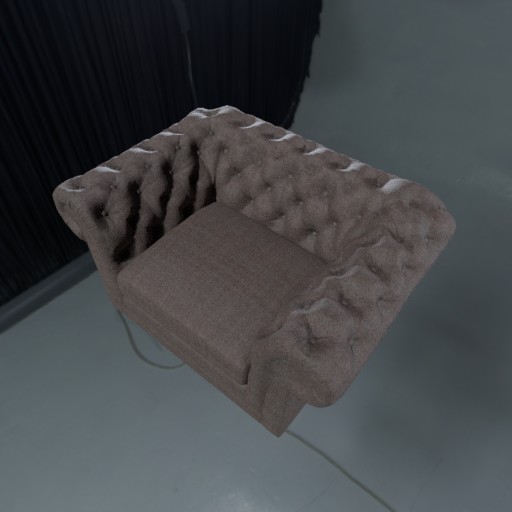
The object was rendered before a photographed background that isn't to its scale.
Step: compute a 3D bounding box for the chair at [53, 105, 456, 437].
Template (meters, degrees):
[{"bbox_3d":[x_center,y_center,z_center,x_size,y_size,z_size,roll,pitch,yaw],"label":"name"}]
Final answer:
[{"bbox_3d":[0.000,0.000,1.878,1.298,0.780,0.945,31,54,26],"label":"chair"}]
